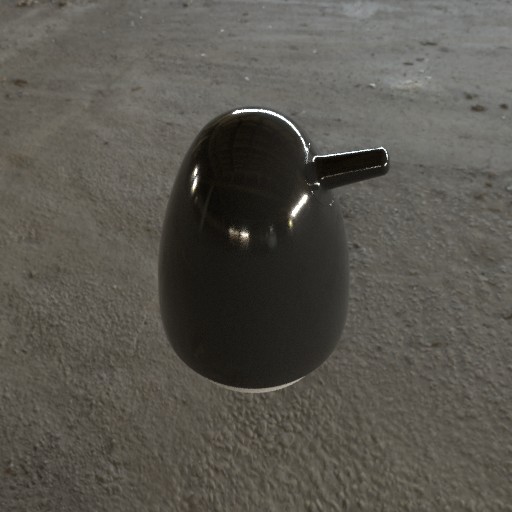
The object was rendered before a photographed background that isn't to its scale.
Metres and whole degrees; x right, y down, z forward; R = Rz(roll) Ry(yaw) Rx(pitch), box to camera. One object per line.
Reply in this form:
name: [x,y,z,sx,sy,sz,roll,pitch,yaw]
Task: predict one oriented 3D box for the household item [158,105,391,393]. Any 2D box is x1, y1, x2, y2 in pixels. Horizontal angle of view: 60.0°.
household item: [0.000,0.000,0.220,0.104,0.152,0.102,10,47,9]
